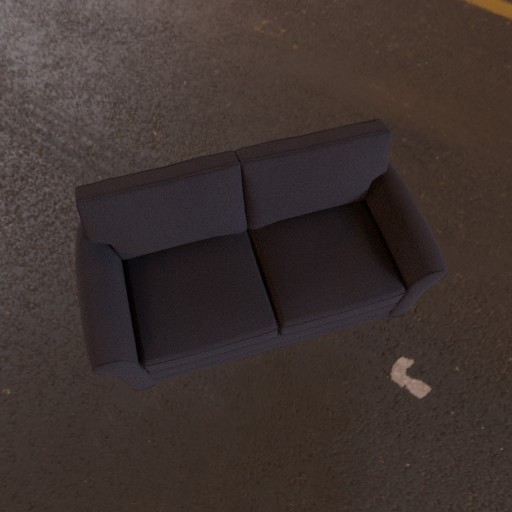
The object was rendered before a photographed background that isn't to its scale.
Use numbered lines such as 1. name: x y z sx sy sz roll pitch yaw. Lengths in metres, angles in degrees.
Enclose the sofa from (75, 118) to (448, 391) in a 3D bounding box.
1. sofa: 0.000 0.000 2.609 2.009 1.031 0.951 -15 64 -7
